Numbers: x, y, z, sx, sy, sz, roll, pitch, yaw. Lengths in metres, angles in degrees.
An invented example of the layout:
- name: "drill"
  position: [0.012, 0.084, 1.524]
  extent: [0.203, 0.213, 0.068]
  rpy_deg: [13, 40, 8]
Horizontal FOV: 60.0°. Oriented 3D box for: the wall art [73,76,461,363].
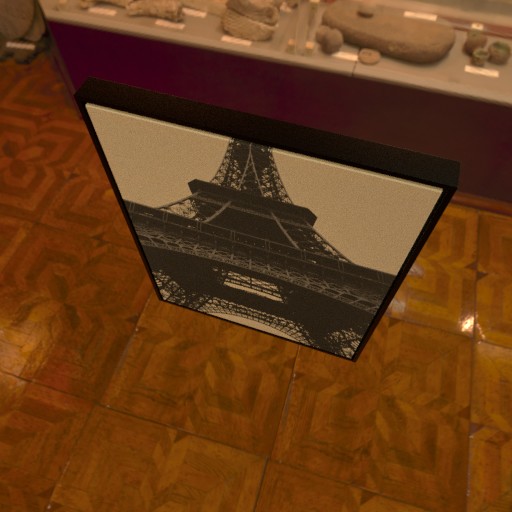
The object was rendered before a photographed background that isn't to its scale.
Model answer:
- name: "wall art"
  position: [0.000, 0.000, 0.737]
  extent: [0.451, 0.553, 0.039]
  rpy_deg: [16, 59, 10]
